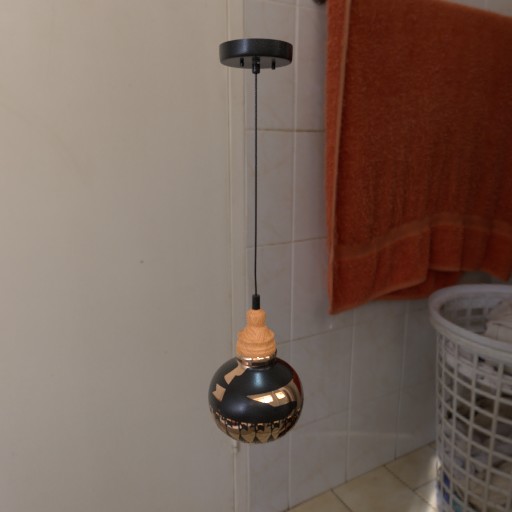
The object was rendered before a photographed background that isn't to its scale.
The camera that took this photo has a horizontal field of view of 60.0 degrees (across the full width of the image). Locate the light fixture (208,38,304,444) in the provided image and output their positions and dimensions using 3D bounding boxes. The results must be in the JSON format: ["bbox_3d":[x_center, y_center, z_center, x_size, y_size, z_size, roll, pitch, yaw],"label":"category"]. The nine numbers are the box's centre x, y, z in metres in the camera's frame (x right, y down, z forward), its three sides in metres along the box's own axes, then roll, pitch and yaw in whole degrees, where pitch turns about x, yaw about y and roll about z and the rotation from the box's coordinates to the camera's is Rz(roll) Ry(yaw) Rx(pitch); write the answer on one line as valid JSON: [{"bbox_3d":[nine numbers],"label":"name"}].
[{"bbox_3d":[0.000,0.000,1.847,0.430,1.606,0.430,-7,16,-26],"label":"light fixture"}]
